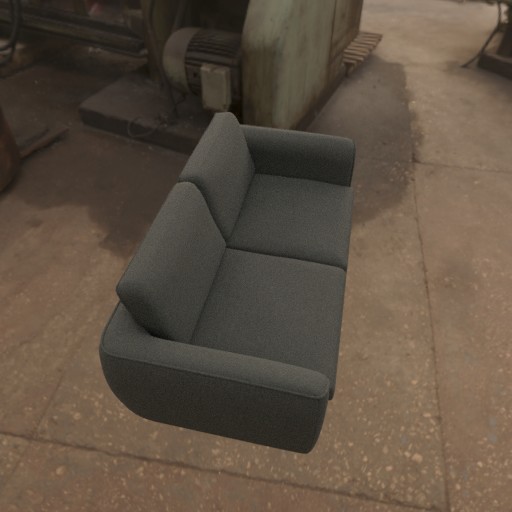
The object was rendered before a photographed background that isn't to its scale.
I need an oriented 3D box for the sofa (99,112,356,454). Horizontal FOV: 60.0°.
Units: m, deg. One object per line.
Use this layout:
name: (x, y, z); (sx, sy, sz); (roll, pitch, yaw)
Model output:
sofa: (0.000, 0.000, 2.226); (0.920, 0.850, 1.700); (9, 46, 9)
